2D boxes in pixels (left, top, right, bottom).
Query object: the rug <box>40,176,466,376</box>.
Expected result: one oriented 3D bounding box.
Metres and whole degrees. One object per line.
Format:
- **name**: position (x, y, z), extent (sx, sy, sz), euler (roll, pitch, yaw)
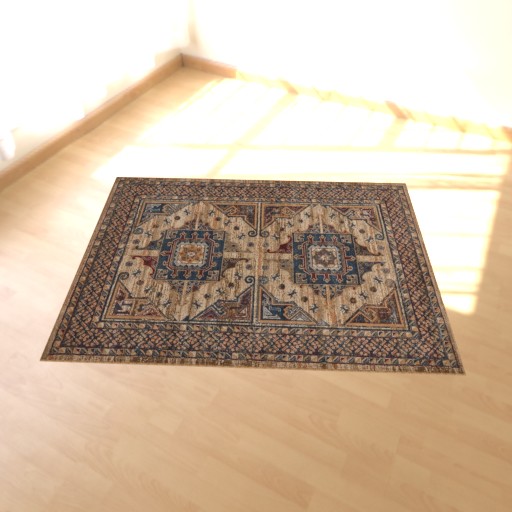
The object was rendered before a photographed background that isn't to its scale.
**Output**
- **rug**: position (0.000, 0.000, 2.860), extent (2.227, 0.008, 1.611), euler (2, 47, 1)
